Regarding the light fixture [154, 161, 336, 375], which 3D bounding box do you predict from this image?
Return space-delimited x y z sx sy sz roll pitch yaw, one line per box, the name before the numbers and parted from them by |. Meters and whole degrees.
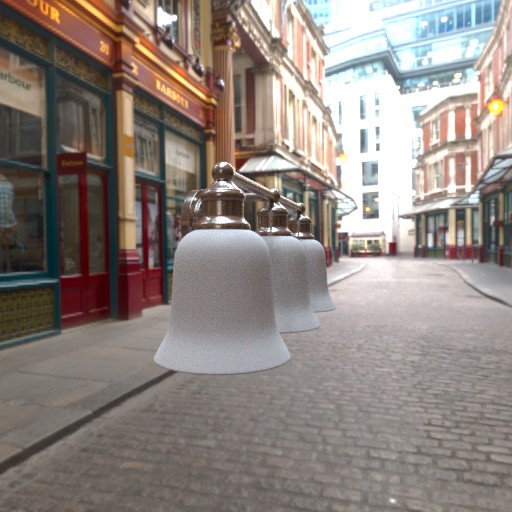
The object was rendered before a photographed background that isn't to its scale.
light fixture | 0.000 0.000 0.686 0.198 0.211 0.570 0 1 17
